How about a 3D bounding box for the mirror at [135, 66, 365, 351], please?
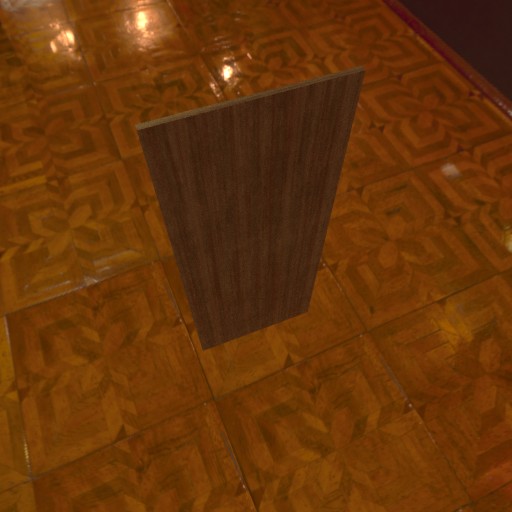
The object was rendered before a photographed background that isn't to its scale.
[{"bbox_3d":[0.000,0.000,2.340,0.812,2.032,0.025,-19,60,-11],"label":"mirror"}]
